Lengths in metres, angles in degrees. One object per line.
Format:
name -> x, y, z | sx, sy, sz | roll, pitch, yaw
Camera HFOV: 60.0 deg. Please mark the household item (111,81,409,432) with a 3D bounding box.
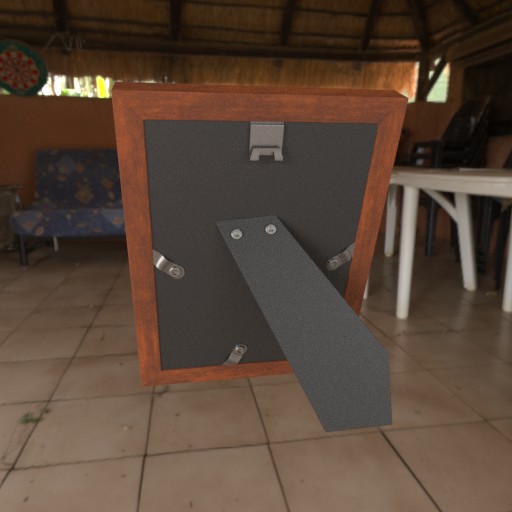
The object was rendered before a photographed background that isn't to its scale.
household item -> 0.000, 0.000, 0.290 | 0.160, 0.204, 0.096 | -2, 12, -10
